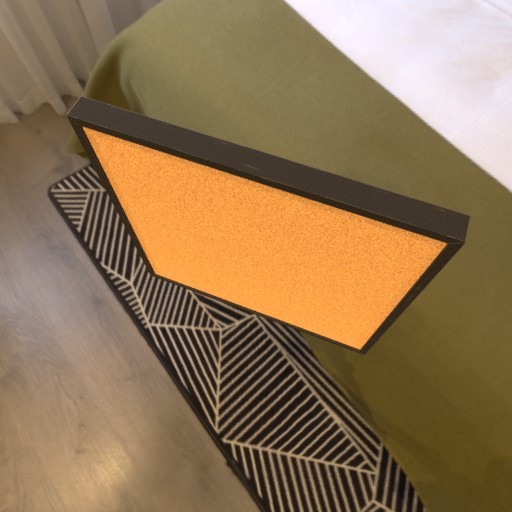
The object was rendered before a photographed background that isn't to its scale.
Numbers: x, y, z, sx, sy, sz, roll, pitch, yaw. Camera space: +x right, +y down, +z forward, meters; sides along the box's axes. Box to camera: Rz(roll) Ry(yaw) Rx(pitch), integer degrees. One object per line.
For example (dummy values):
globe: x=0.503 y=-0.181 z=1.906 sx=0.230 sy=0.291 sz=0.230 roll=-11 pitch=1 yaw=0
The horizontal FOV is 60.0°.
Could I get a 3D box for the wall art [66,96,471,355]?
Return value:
wall art: x=0.000 y=0.000 z=0.758 sx=0.506 sy=0.506 sz=0.036 roll=19 pitch=65 yaw=9
